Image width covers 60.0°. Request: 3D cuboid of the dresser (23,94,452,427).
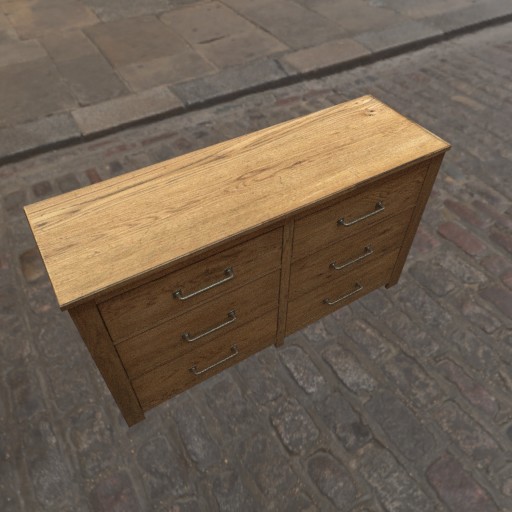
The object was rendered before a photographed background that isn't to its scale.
[{"bbox_3d":[0.000,0.000,2.087,1.657,0.932,0.563,-24,51,-21],"label":"dresser"}]
